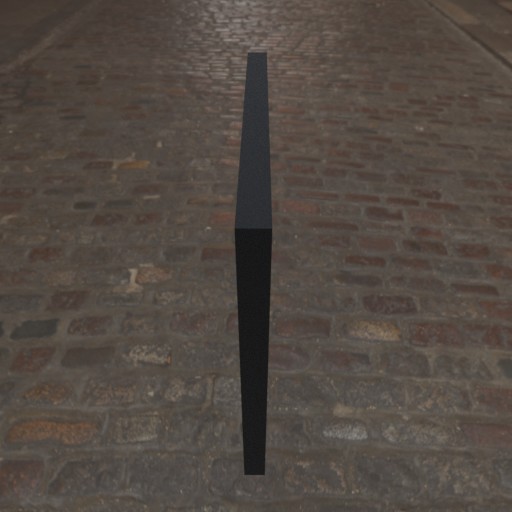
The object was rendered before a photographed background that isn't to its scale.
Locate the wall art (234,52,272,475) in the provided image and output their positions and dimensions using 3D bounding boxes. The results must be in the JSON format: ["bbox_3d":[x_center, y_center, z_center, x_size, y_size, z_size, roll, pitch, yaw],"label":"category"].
[{"bbox_3d":[0.000,0.000,0.681,0.030,0.458,0.462,0,41,0],"label":"wall art"}]
